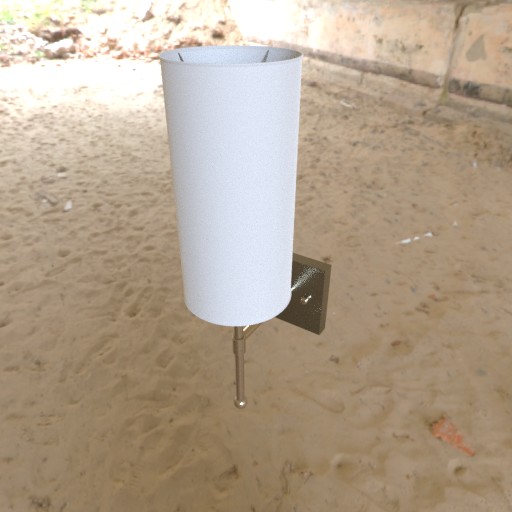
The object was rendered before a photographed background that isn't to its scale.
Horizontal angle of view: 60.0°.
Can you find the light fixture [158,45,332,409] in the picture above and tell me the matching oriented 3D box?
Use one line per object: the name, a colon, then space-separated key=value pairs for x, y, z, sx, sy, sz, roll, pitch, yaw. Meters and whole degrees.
light fixture: x=0.000 y=0.000 z=0.542 sx=0.128 sy=0.462 sz=0.208 roll=19 pitch=36 yaw=28
